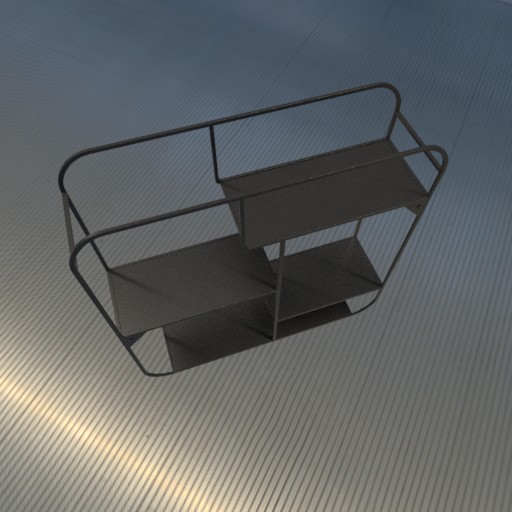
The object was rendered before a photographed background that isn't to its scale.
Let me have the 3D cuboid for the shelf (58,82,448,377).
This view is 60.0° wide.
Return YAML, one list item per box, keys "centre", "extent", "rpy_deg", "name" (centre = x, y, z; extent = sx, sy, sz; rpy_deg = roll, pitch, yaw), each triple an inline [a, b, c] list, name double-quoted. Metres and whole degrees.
- centre: [0.000, 0.000, 0.910]
  extent: [0.600, 0.600, 0.160]
  rpy_deg: [-16, 59, -10]
  name: "shelf"
